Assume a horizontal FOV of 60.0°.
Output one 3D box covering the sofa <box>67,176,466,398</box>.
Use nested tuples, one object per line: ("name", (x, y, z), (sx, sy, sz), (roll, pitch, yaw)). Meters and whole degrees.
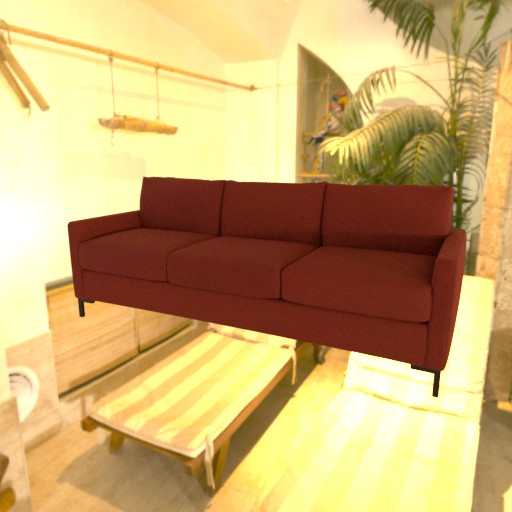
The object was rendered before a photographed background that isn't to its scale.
("sofa", (0.000, 0.000, 2.656), (2.252, 0.879, 0.875), (7, 15, 26))
